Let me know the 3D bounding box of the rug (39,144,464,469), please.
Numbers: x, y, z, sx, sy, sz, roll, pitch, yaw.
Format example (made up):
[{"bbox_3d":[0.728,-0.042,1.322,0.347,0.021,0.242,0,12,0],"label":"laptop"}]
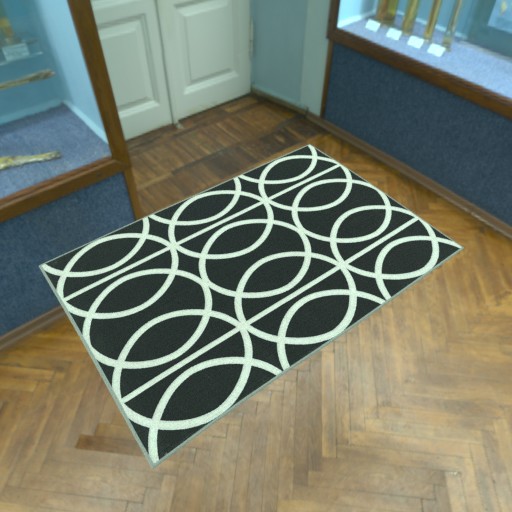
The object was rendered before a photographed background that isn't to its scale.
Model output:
[{"bbox_3d":[0.000,0.000,2.848,2.290,0.014,1.526,-29,53,-24],"label":"rug"}]
